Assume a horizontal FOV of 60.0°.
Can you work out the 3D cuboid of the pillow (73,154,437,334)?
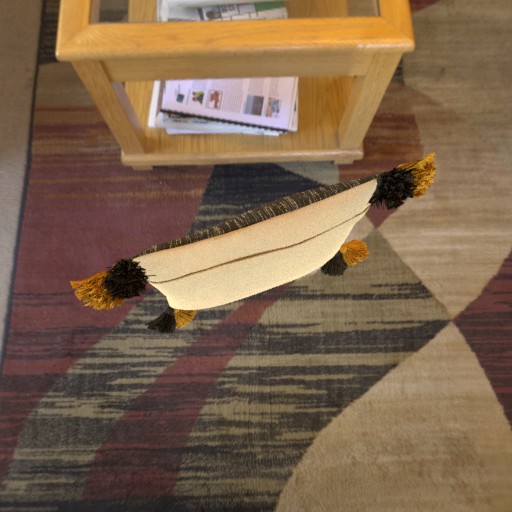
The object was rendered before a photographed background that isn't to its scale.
[{"bbox_3d":[0.000,0.000,0.977,0.654,0.659,0.139,-19,76,-5],"label":"pillow"}]
